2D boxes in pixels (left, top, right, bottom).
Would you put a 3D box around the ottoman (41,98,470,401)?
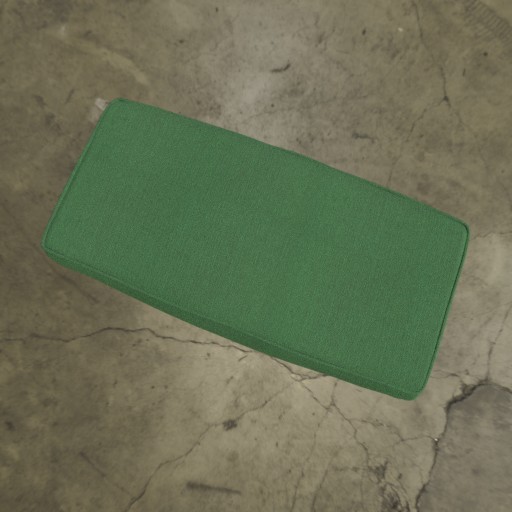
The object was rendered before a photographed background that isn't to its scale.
[{"bbox_3d":[0.000,0.000,1.246,0.957,0.471,0.483,21,78,5],"label":"ottoman"}]
